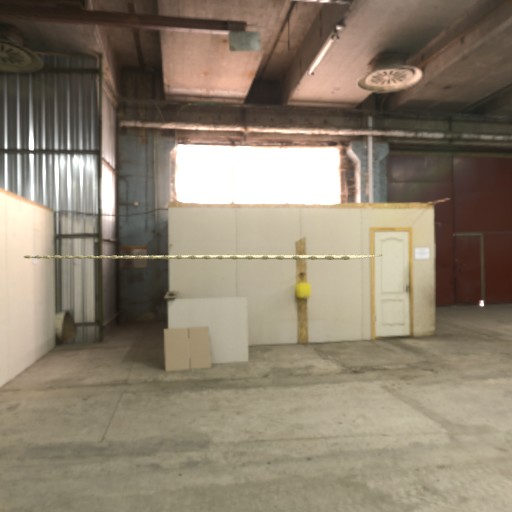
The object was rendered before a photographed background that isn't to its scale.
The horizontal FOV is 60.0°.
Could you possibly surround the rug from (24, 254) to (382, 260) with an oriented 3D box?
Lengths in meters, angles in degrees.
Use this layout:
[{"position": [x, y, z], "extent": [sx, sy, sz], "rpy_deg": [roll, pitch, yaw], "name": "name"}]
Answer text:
[{"position": [0.000, 0.000, 3.011], "extent": [1.540, 0.018, 2.435], "rpy_deg": [0, 0, 19], "name": "rug"}]
